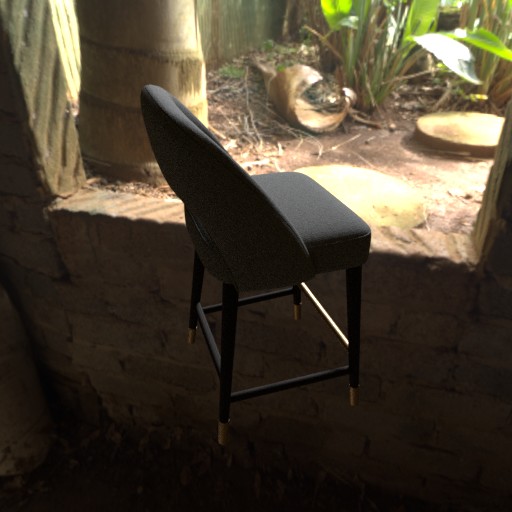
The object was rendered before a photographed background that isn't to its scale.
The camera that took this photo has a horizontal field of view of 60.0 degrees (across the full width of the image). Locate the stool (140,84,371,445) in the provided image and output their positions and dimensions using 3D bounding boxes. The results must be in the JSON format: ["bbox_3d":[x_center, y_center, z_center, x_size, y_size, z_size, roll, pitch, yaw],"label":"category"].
[{"bbox_3d":[0.000,0.000,1.258,0.524,0.925,0.536,-10,32,-16],"label":"stool"}]
